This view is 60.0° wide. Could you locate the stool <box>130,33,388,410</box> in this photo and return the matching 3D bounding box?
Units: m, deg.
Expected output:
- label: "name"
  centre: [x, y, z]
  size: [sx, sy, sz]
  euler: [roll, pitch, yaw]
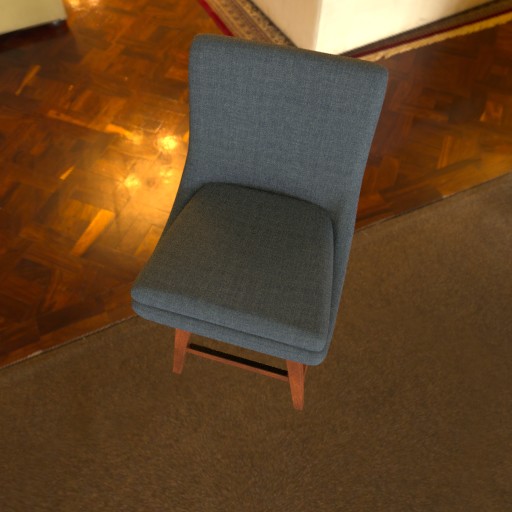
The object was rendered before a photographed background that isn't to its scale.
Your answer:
- label: "stool"
  centre: [0.000, 0.000, 1.170]
  size: [0.467, 0.895, 0.524]
  euler: [14, 59, 9]
